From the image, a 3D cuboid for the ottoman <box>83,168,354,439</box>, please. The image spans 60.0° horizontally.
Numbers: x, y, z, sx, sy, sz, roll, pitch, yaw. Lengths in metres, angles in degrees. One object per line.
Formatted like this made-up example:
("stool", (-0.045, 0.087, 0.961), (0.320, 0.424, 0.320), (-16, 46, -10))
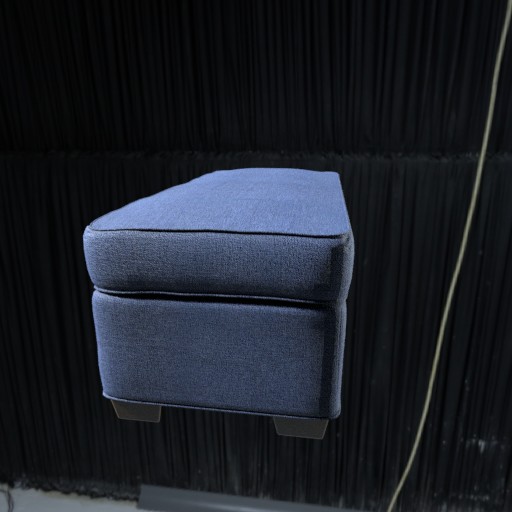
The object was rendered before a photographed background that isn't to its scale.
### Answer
("ottoman", (0.000, 0.000, 1.354), (0.515, 0.460, 1.110), (2, 16, 8))
